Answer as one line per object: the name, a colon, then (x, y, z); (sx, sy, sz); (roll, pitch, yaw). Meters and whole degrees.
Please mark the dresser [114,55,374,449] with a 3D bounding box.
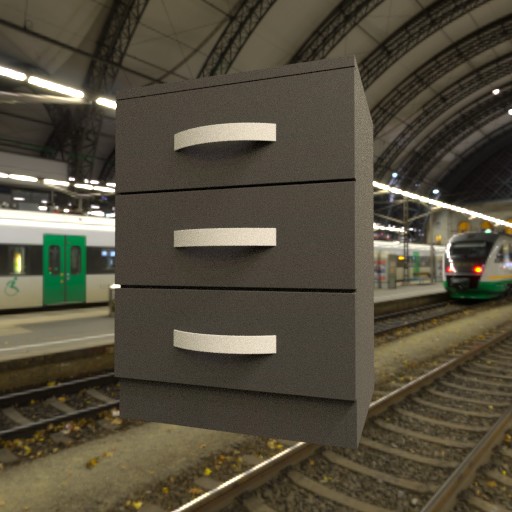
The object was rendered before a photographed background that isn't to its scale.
dresser: (0.000, 0.000, 0.830); (0.400, 0.560, 0.360); (0, -1, 19)
